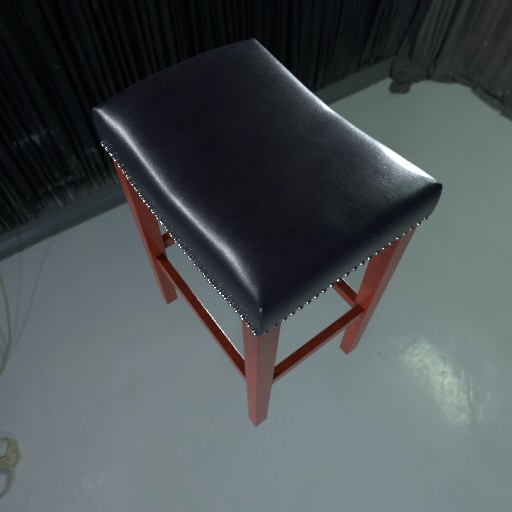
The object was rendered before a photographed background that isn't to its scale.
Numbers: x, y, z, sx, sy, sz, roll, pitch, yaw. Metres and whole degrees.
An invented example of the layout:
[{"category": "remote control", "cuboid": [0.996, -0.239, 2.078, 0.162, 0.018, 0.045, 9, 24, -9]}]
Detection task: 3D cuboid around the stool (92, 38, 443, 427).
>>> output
[{"category": "stool", "cuboid": [0.000, 0.000, 1.017, 0.372, 0.742, 0.504, -32, 63, -19]}]
